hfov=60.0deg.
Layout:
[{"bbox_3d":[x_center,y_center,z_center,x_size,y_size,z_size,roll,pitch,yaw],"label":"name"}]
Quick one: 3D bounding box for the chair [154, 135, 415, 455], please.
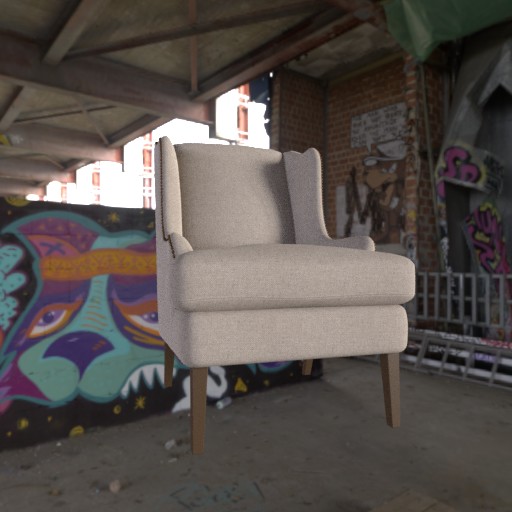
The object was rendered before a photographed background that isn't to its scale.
[{"bbox_3d":[0.000,0.000,1.652,0.737,1.029,0.940,0,-1,-18],"label":"chair"}]
